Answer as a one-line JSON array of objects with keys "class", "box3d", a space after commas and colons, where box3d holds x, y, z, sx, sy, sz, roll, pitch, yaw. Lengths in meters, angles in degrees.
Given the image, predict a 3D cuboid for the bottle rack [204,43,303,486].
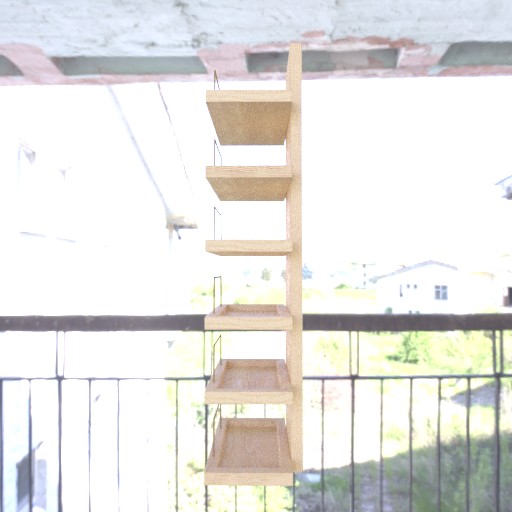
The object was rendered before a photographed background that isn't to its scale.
[{"class": "bottle rack", "box3d": [0.000, 0.000, 1.074, 0.206, 0.943, 0.330, 0, -2, 1]}]
